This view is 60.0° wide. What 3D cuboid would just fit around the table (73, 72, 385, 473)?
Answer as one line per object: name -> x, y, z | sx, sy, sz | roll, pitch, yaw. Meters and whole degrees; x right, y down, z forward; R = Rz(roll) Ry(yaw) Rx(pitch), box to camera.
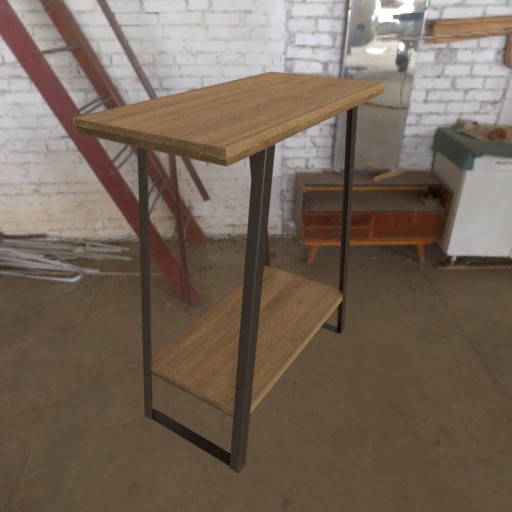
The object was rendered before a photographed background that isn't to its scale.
table -> 0.000, 0.000, 1.019 | 0.300, 0.701, 0.599 | 18, 35, 28
